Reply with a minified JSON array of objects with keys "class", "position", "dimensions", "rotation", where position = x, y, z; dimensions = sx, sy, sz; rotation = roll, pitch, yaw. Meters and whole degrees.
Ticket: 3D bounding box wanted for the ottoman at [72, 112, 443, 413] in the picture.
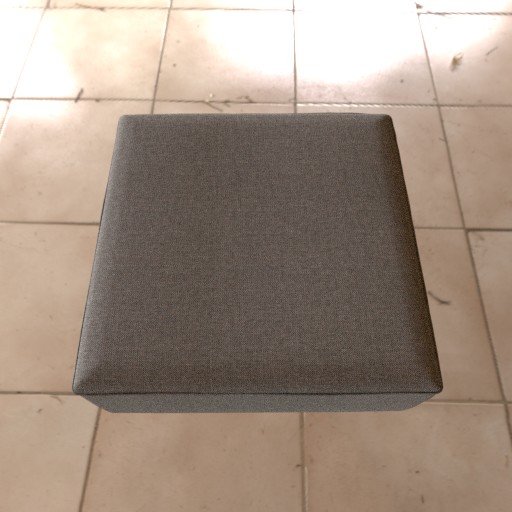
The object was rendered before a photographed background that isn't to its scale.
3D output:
[{"class":"ottoman","position":[0.000,0.000,1.553],"dimensions":[1.023,0.423,1.017],"rotation":[0,63,0]}]
